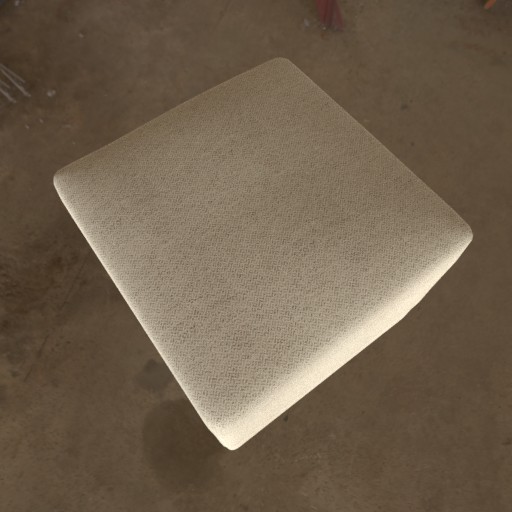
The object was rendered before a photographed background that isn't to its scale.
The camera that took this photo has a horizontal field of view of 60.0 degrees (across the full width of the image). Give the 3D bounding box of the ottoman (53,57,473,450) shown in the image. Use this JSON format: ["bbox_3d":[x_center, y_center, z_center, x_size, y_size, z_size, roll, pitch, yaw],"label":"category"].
[{"bbox_3d":[0.000,0.000,0.895,0.512,0.453,0.521,-33,68,-15],"label":"ottoman"}]
